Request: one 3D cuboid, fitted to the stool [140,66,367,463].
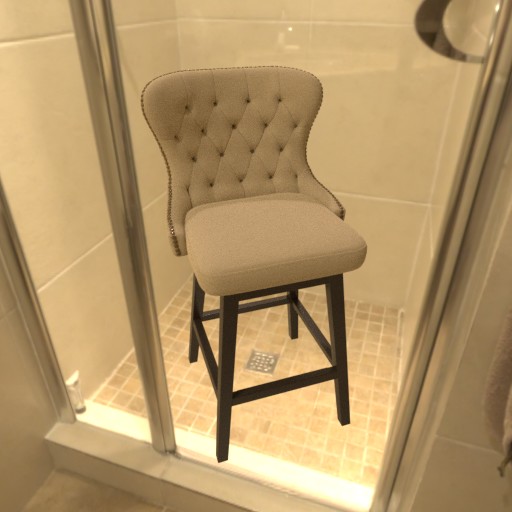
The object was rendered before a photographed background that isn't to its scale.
[{"bbox_3d":[0.000,0.000,1.320,0.528,0.971,0.593,-10,33,-16],"label":"stool"}]
